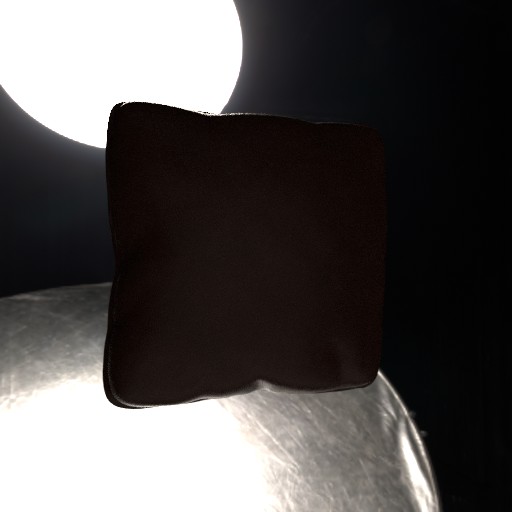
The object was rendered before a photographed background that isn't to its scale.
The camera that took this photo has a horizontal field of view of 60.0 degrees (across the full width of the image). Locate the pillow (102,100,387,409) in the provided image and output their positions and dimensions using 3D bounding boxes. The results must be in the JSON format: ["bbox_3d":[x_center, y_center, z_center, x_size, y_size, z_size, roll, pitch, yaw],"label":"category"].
[{"bbox_3d":[0.000,0.000,0.813,0.532,0.523,0.236,0,0,-18],"label":"pillow"}]
